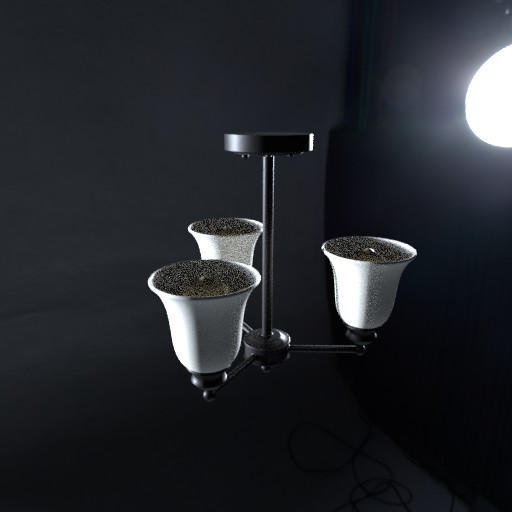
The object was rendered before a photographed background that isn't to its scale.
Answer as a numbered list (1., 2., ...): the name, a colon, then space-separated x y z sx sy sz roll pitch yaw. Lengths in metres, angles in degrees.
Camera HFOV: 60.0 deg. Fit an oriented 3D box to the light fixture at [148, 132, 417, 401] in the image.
1. light fixture: 0.000 0.000 0.690 0.388 0.370 0.354 -9 20 -26
